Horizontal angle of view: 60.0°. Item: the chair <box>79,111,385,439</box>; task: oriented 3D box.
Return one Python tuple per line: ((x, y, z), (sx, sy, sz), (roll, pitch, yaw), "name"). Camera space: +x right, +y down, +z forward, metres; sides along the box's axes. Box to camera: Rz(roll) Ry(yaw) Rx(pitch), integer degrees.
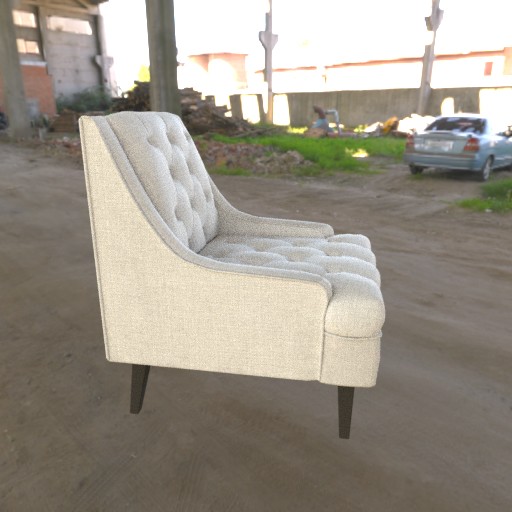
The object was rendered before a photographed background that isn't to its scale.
((0.000, 0.000, 1.437), (0.772, 0.891, 0.658), (3, 18, 9), "chair")
